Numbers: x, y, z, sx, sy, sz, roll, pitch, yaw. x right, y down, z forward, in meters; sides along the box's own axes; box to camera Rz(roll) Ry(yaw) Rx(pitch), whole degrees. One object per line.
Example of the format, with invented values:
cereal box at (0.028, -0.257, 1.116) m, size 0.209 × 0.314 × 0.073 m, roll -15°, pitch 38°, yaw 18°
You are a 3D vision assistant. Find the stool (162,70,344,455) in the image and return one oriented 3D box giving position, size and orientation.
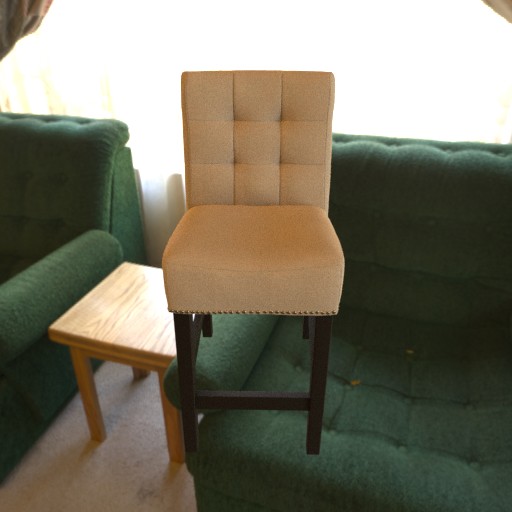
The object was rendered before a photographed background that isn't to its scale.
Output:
stool at (0.000, 0.000, 1.207) m, size 0.427 × 0.885 × 0.571 m, roll 1°, pitch 29°, yaw 1°
